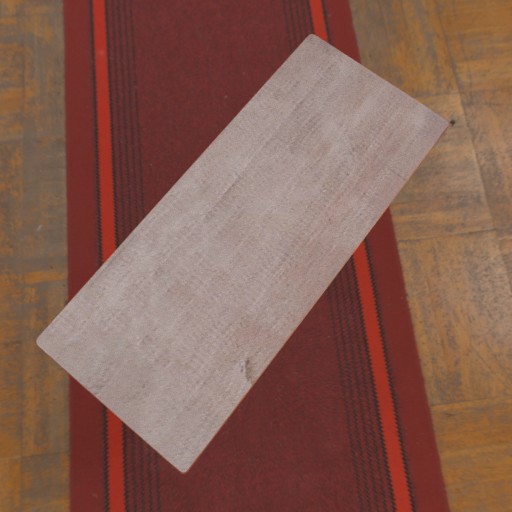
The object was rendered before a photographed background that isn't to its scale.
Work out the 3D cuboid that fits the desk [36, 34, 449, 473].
[{"bbox_3d":[0.000,0.000,1.731,0.574,0.756,1.353,37,78,9],"label":"desk"}]
